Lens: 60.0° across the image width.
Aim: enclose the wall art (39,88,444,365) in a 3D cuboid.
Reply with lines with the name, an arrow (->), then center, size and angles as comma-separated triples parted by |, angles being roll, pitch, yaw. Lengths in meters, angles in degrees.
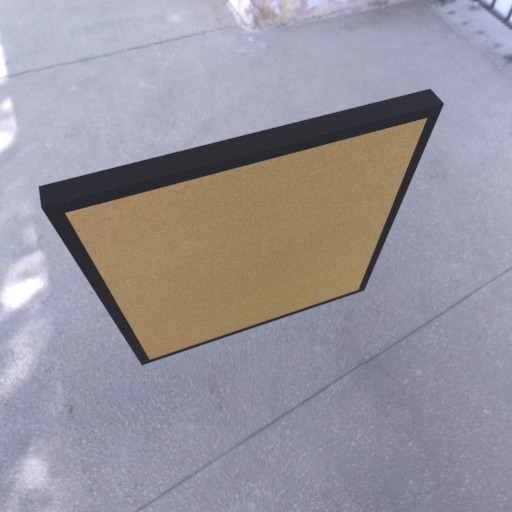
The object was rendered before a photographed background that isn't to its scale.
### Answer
wall art -> 0.000, 0.000, 0.749 | 0.508, 0.507, 0.033 | -17, 59, -11
